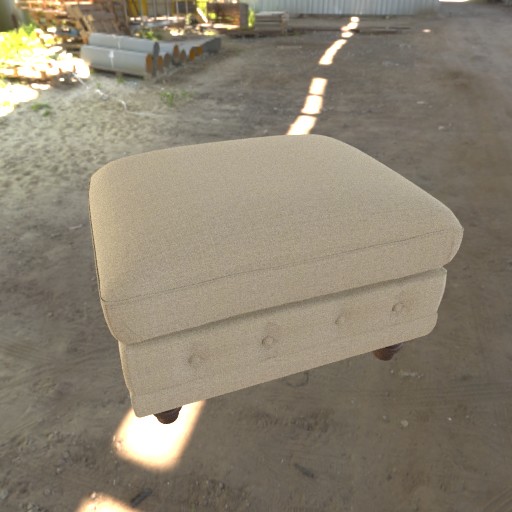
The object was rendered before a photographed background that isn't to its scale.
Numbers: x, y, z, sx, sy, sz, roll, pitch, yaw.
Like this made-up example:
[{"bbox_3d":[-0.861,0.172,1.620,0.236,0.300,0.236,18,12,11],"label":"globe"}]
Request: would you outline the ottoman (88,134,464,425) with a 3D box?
[{"bbox_3d":[0.000,0.000,1.029,0.684,0.463,0.541,-11,33,-17],"label":"ottoman"}]
